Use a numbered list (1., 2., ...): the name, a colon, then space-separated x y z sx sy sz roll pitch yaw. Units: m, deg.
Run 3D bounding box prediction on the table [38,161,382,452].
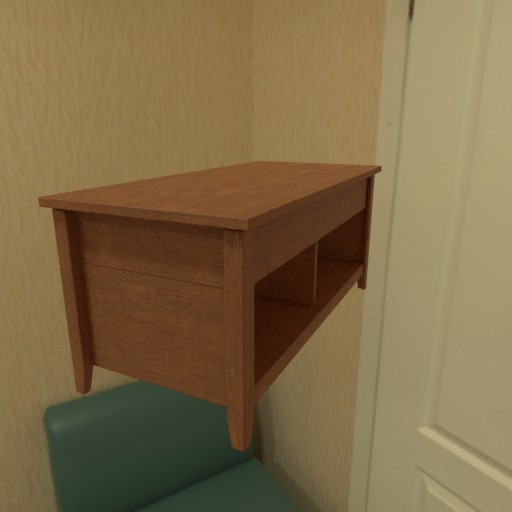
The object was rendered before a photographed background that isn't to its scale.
1. table: 0.000 0.000 1.296 0.483 0.457 1.016 8 18 25
